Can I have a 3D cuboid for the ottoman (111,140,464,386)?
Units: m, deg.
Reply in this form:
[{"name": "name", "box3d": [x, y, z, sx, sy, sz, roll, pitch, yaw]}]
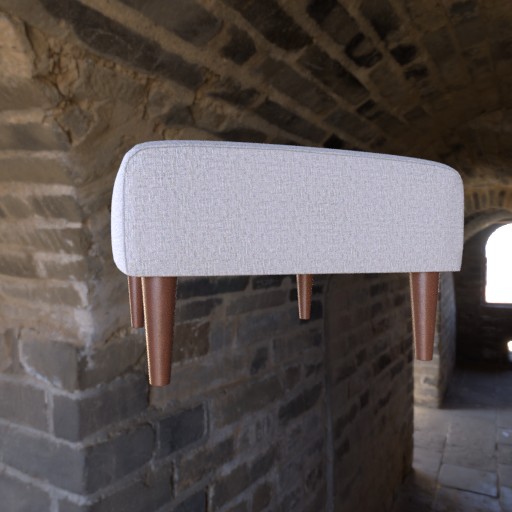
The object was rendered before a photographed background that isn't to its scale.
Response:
[{"name": "ottoman", "box3d": [0.000, 0.000, 1.044, 0.648, 0.399, 0.655, 0, 1, -18]}]
